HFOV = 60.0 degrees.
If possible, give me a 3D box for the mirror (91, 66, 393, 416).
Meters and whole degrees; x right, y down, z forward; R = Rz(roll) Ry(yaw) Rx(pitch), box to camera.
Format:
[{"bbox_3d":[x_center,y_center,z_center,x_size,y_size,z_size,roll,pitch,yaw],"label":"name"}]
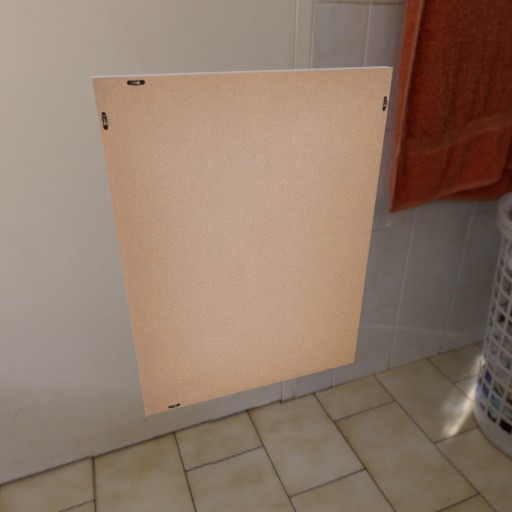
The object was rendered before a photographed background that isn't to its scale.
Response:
[{"bbox_3d":[0.000,0.000,1.316,0.762,1.016,0.041,-9,29,-17],"label":"mirror"}]
